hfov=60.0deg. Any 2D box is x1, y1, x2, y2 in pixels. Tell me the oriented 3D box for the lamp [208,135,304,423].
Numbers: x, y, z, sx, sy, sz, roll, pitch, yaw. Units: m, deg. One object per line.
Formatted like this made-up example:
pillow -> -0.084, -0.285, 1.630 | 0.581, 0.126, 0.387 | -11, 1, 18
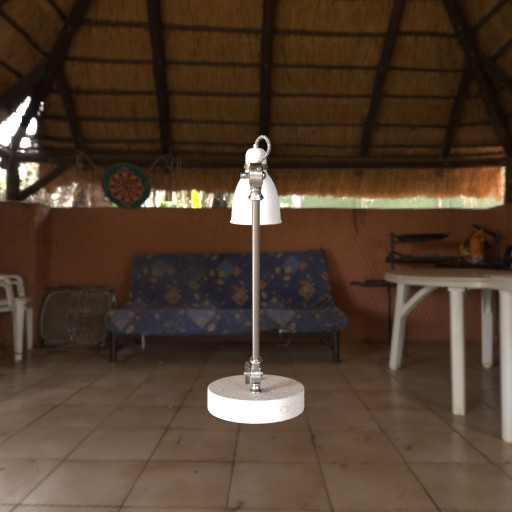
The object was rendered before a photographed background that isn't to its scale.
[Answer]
lamp -> 0.000, 0.000, 0.897 | 0.187, 0.587, 0.561 | 0, -1, 0
